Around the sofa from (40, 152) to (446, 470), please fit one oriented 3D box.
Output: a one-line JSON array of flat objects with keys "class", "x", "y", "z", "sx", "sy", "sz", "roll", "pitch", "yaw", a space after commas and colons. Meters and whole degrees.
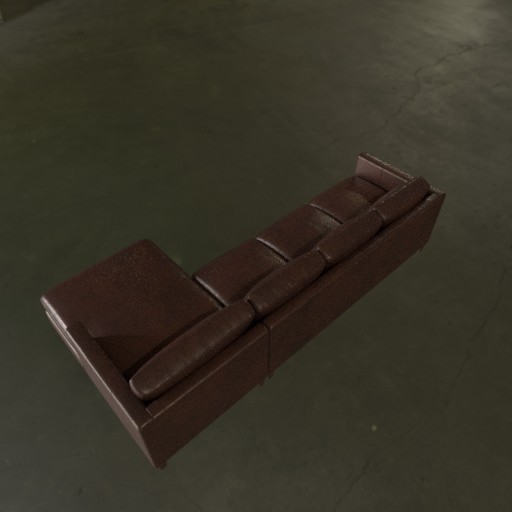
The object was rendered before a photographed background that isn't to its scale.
[{"class": "sofa", "x": 0.000, "y": 0.000, "z": 3.837, "sx": 3.203, "sy": 0.883, "sz": 1.581, "roll": -33, "pitch": 54, "yaw": -28}]
